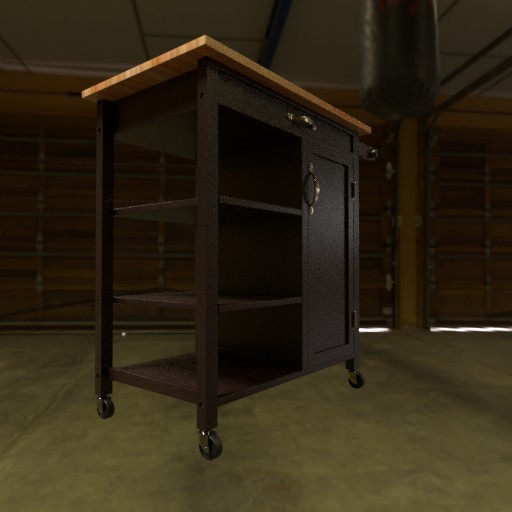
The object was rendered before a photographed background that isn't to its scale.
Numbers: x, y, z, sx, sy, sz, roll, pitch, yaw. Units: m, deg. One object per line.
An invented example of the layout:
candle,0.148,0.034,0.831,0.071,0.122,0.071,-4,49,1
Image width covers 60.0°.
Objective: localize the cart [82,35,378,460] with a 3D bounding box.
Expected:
cart,0.000,0.000,1.393,0.472,0.878,0.914,-1,-1,39
